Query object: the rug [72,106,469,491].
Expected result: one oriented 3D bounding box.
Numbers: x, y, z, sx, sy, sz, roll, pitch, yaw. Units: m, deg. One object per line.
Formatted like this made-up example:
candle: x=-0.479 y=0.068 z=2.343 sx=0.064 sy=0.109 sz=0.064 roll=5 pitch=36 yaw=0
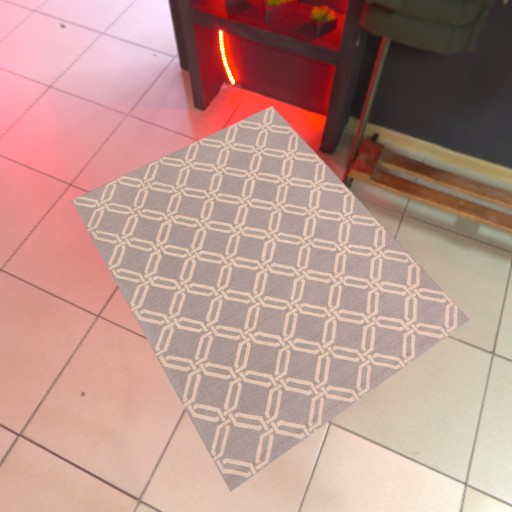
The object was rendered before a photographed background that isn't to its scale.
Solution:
rug: x=0.000 y=0.000 z=3.903 sx=2.288 sy=0.018 sz=2.895 roll=-30 pitch=66 yaw=-15
